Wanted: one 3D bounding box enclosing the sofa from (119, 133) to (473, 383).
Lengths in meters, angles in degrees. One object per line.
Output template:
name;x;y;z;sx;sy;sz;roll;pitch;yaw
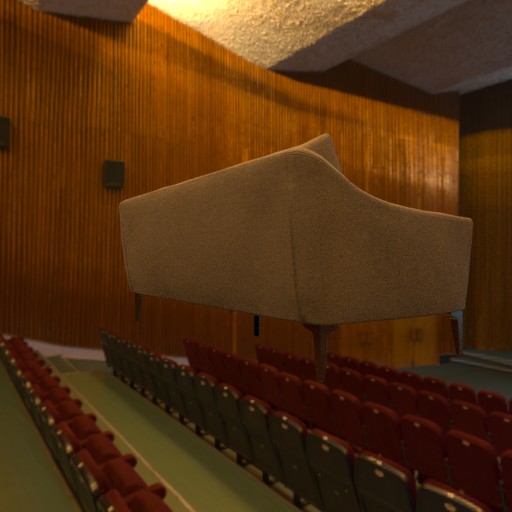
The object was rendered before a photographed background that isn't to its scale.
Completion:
sofa;0.000;0.000;2.527;0.980;0.913;2.036;0;0;-36
